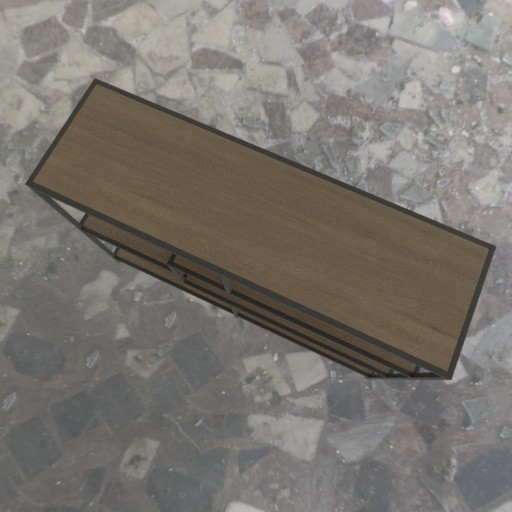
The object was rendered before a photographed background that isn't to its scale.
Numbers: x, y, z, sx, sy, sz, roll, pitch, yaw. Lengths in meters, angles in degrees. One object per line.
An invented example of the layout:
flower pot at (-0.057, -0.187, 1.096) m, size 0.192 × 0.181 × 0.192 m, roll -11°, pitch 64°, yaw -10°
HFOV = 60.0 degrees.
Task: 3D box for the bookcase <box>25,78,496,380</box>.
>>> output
bookcase at (0.000, 0.000, 1.484) m, size 1.140 × 0.780 × 0.350 m, roll 24°, pitch 76°, yaw 6°
